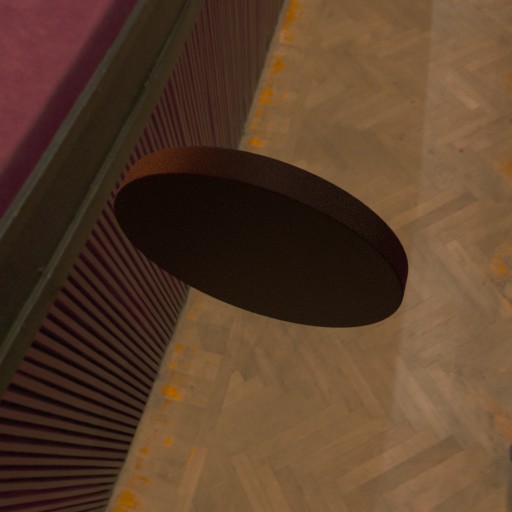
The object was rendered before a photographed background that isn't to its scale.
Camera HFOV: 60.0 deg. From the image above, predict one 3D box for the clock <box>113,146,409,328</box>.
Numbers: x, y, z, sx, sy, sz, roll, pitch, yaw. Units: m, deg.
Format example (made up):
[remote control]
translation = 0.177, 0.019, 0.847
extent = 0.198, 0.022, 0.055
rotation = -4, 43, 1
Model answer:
[clock]
translation = 0.000, 0.000, 0.481
extent = 0.314, 0.314, 0.029
rotation = 17, 66, 8
